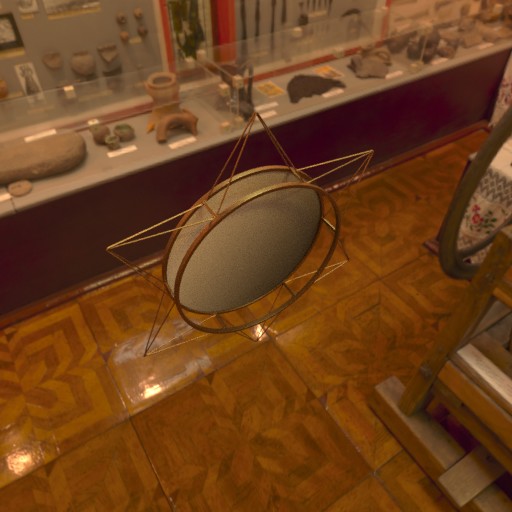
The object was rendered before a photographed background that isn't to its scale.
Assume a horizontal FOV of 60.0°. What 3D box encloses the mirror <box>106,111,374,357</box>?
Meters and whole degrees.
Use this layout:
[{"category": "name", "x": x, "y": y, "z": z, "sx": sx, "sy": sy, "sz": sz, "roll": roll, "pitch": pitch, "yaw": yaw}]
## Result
[{"category": "mirror", "x": 0.000, "y": 0.000, "z": 0.826, "sx": 0.498, "sy": 0.581, "sz": 0.062, "roll": -23, "pitch": 51, "yaw": -21}]
